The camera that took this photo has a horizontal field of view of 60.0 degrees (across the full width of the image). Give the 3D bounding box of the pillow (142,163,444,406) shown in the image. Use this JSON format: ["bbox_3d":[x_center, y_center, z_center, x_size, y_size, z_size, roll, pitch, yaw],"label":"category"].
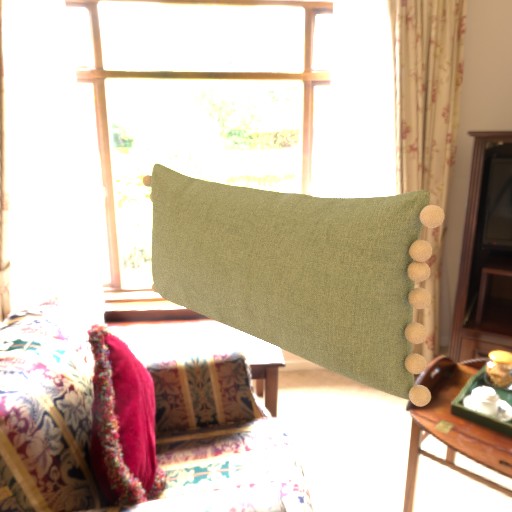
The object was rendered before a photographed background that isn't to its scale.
[{"bbox_3d":[0.000,0.000,0.831,0.201,0.322,0.709,-14,20,-43],"label":"pillow"}]
